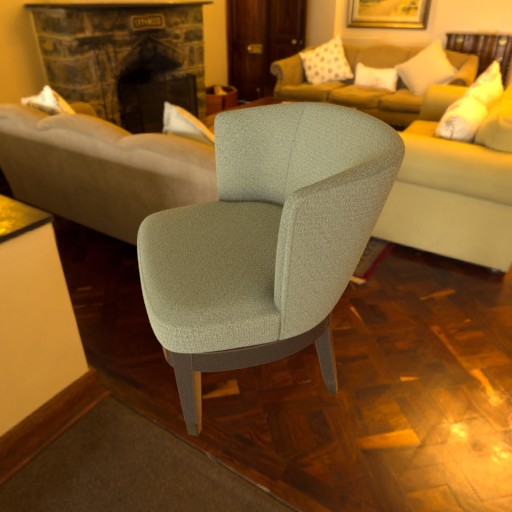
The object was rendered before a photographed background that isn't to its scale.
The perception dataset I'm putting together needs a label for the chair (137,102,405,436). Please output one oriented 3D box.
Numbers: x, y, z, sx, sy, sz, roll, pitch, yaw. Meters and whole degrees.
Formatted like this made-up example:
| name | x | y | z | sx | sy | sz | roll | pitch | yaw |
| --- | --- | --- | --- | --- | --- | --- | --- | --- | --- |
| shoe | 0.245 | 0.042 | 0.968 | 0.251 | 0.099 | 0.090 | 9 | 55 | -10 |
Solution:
| name | x | y | z | sx | sy | sz | roll | pitch | yaw |
| --- | --- | --- | --- | --- | --- | --- | --- | --- | --- |
| chair | 0.000 | 0.000 | 1.289 | 0.660 | 0.760 | 0.700 | -8 | 31 | -14 |
